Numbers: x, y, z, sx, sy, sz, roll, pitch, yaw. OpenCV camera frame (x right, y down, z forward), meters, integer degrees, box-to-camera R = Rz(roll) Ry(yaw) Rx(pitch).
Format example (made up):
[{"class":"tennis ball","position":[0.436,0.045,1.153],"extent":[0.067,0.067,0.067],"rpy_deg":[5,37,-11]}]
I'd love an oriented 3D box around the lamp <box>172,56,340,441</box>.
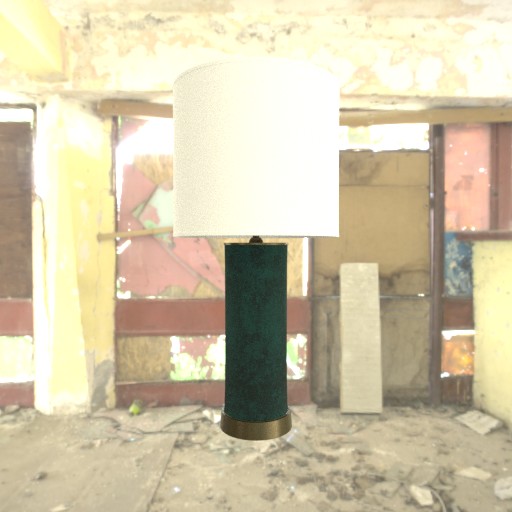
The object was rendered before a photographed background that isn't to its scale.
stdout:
[{"class":"lamp","position":[0.000,0.000,0.818],"extent":[0.301,0.630,0.301],"rpy_deg":[0,2,18]}]
